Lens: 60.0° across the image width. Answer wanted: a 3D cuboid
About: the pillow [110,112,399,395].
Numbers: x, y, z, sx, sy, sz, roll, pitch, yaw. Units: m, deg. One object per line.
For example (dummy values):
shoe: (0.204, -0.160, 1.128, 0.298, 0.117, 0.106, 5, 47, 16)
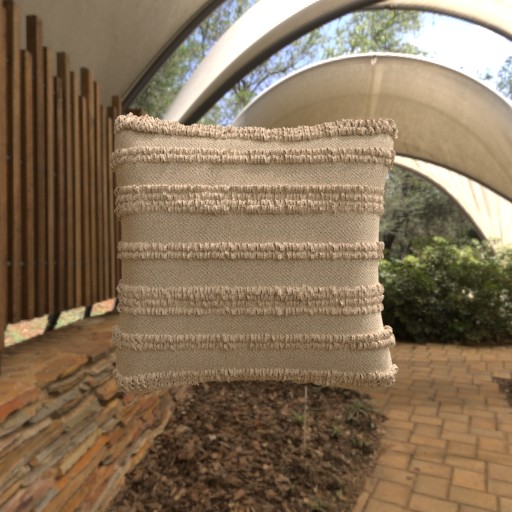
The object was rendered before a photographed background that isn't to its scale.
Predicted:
pillow: (0.000, 0.000, 0.673, 0.437, 0.427, 0.145, 0, 1, -1)
